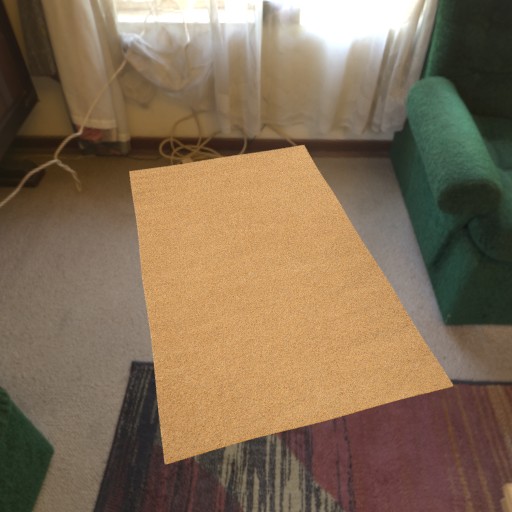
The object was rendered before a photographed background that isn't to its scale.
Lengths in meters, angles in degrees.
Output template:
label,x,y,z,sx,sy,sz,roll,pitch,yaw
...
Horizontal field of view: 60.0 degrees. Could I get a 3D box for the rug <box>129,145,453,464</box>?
label,x,y,z,sx,sy,sz,roll,pitch,yaw
rug,0.000,0.000,2.962,1.500,0.025,2.346,-11,47,-10
